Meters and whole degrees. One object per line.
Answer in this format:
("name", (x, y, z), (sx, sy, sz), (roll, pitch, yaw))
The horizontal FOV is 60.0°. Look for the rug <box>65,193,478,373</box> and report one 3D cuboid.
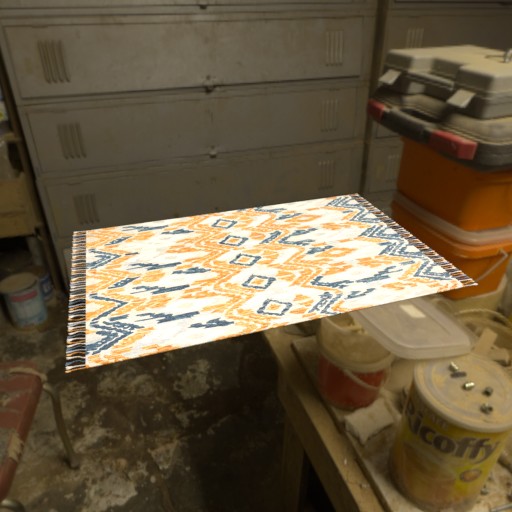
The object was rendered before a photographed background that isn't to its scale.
("rug", (0.000, 0.000, 3.066), (2.428, 0.010, 1.533), (-10, 32, -15))
